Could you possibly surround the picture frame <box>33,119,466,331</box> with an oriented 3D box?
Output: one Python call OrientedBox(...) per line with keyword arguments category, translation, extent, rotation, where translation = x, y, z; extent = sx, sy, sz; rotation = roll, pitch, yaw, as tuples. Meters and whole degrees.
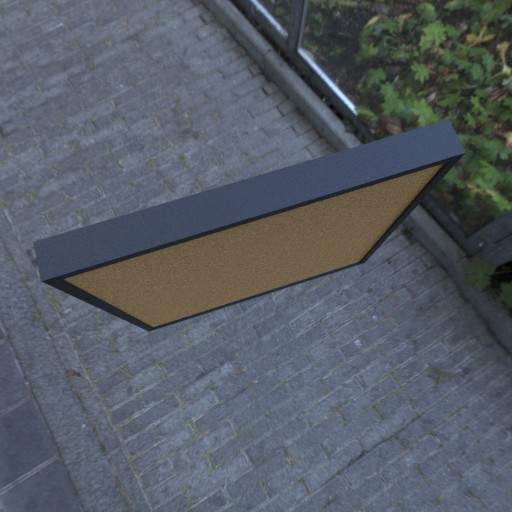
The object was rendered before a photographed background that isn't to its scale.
OrientedBox(category="picture frame", translation=(0.000, 0.000, 0.471), extent=(0.317, 0.317, 0.030), rotation=(-17, 75, -5))
